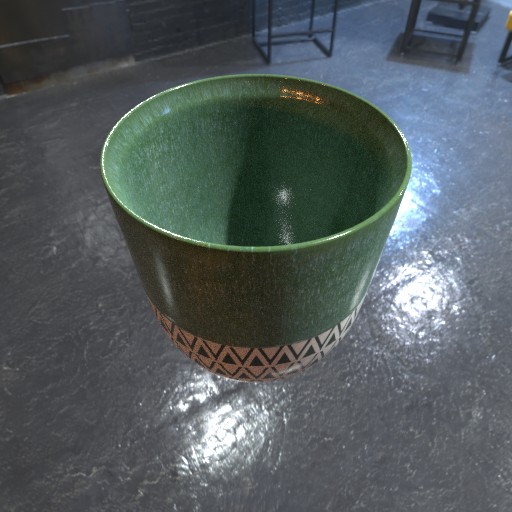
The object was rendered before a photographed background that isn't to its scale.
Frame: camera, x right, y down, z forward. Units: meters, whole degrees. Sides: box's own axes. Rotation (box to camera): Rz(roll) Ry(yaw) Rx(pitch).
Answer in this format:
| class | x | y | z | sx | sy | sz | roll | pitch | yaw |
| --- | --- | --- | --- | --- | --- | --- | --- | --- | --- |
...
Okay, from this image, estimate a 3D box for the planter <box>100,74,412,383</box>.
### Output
| class | x | y | z | sx | sy | sz | roll | pitch | yaw |
| --- | --- | --- | --- | --- | --- | --- | --- | --- | --- |
| planter | 0.000 | 0.000 | 0.361 | 0.195 | 0.214 | 0.195 | 0 | 47 | 0 |
